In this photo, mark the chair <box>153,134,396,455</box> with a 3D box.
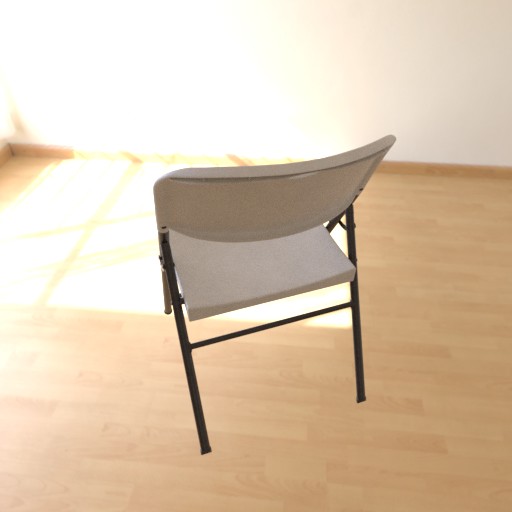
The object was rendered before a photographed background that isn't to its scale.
[{"bbox_3d":[0.000,0.000,1.163,0.494,0.810,0.566,-12,41,-15],"label":"chair"}]
